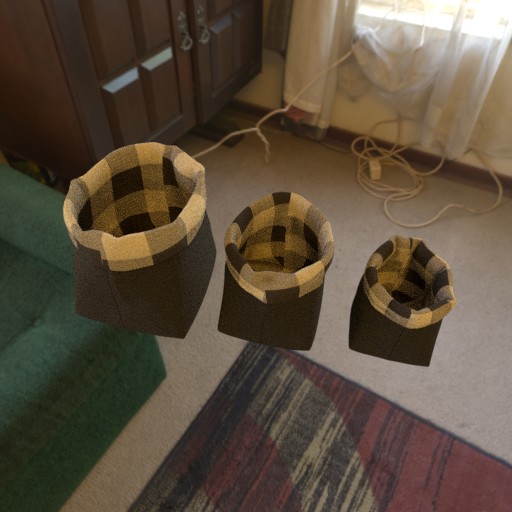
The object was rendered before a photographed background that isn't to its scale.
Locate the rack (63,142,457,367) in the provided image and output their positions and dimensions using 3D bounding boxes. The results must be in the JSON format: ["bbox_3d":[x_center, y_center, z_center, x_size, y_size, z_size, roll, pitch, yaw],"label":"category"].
[{"bbox_3d":[0.000,0.000,1.059,0.889,0.329,0.370,10,48,9],"label":"rack"}]
